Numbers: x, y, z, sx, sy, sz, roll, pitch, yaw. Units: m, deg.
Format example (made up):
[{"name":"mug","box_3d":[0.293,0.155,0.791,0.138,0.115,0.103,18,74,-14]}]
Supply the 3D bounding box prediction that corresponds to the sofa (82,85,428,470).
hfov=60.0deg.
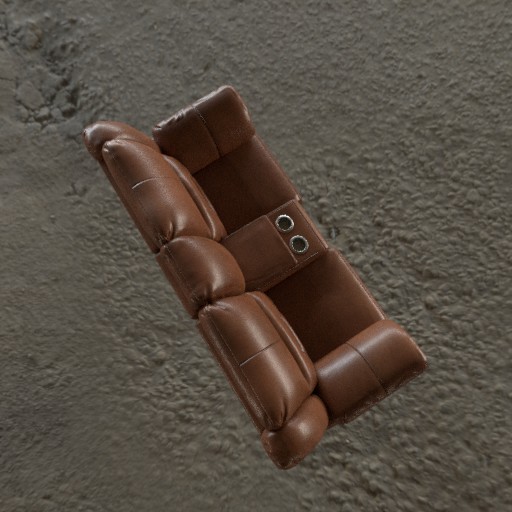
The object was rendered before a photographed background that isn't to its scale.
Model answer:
[{"name":"sofa","box_3d":[0.000,0.000,2.581,0.991,1.043,2.058,-31,77,-8]}]
